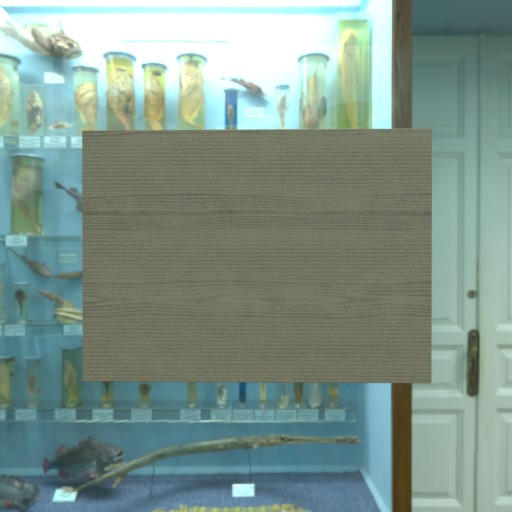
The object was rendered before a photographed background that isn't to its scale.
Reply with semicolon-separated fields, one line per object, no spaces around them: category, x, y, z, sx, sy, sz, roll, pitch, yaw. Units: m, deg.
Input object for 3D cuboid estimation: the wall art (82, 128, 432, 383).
wall art;0.000;0.000;1.097;0.841;0.609;0.063;0;0;1
